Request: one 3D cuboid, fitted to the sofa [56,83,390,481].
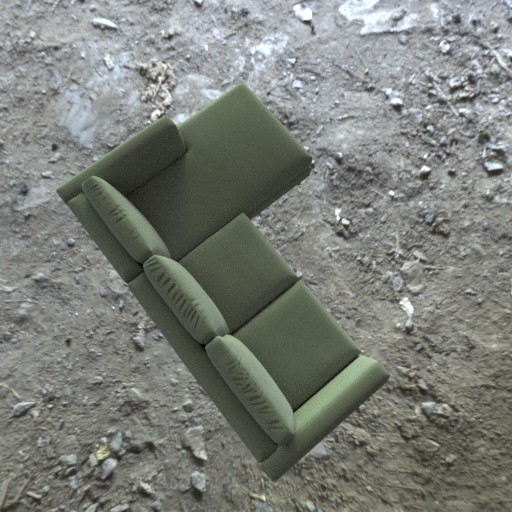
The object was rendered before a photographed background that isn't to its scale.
[{"bbox_3d":[0.000,0.000,3.040,1.580,0.860,2.300,-38,78,-9],"label":"sofa"}]
